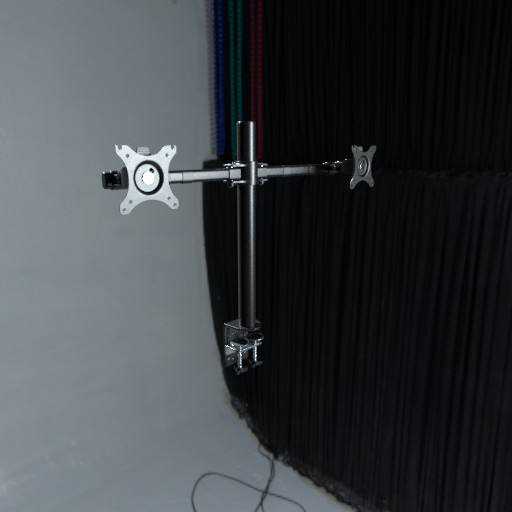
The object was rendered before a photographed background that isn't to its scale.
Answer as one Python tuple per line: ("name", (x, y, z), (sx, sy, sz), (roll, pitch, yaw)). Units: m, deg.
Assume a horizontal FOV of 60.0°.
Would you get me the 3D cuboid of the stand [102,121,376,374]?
("stand", (0.000, 0.000, 1.037), (0.743, 0.603, 0.150), (-13, 19, -43))
